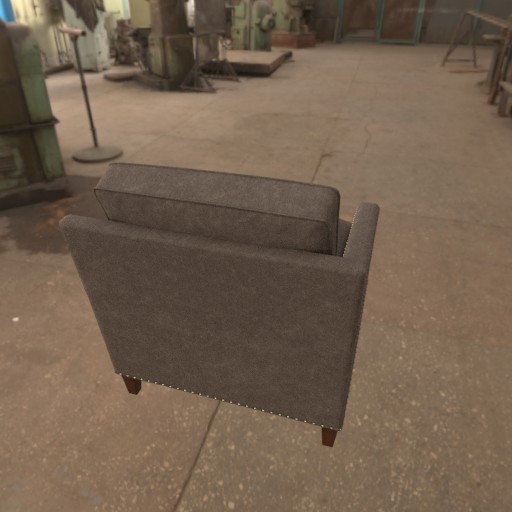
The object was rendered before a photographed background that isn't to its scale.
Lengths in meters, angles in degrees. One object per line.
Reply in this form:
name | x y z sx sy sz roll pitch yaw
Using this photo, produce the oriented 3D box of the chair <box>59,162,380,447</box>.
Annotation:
chair | 0.000 0.000 1.701 0.853 0.948 1.014 9 33 15
